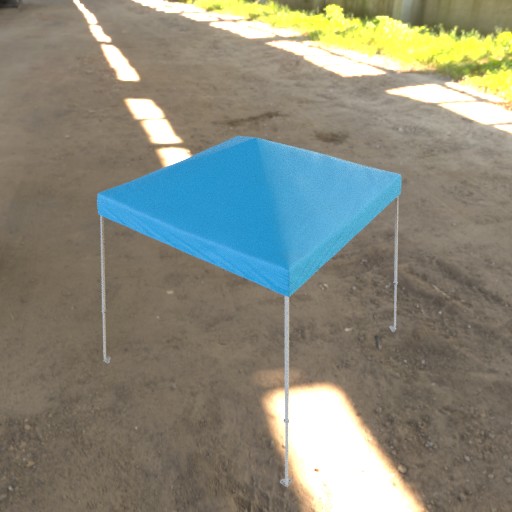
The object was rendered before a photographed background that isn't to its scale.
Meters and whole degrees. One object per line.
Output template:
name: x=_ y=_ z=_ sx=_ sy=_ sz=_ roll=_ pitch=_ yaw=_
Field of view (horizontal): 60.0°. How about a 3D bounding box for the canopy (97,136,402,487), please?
canopy: x=0.000 y=0.000 z=6.646 sx=3.599 sy=3.600 sz=3.600 roll=22 pitch=39 yaw=30
